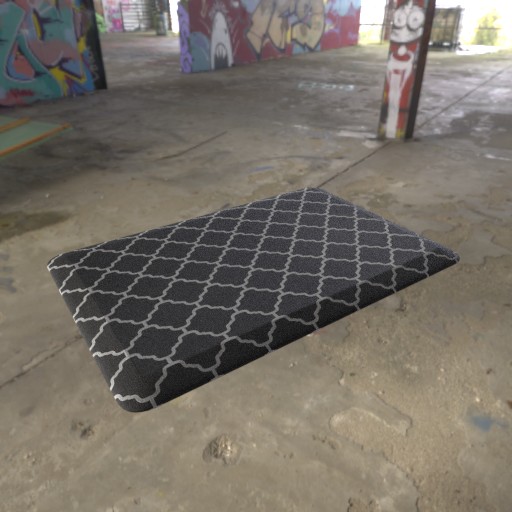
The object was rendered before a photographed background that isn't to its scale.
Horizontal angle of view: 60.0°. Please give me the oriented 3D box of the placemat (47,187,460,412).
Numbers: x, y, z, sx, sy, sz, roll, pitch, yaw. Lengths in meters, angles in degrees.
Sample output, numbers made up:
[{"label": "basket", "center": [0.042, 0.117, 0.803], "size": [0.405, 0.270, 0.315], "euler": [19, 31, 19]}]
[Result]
[{"label": "placemat", "center": [0.000, 0.000, 0.954], "size": [0.762, 0.021, 0.508], "euler": [-19, 35, -29]}]
